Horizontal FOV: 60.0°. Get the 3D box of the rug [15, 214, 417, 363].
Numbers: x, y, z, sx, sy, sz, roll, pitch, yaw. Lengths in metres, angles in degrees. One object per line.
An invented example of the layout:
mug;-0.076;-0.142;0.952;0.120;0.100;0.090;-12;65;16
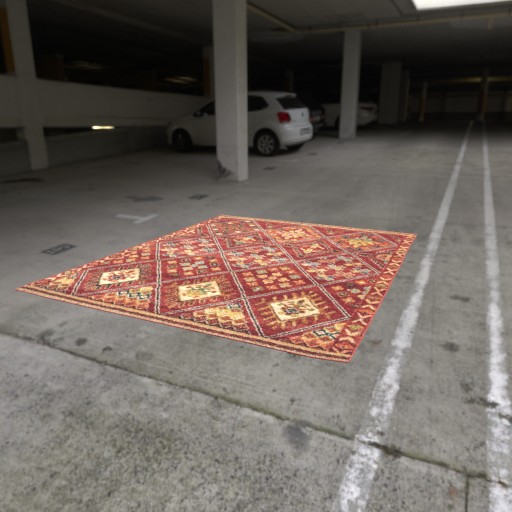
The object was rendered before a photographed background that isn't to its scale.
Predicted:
rug;0.000;0.000;4.078;2.489;0.030;3.086;8;18;24
